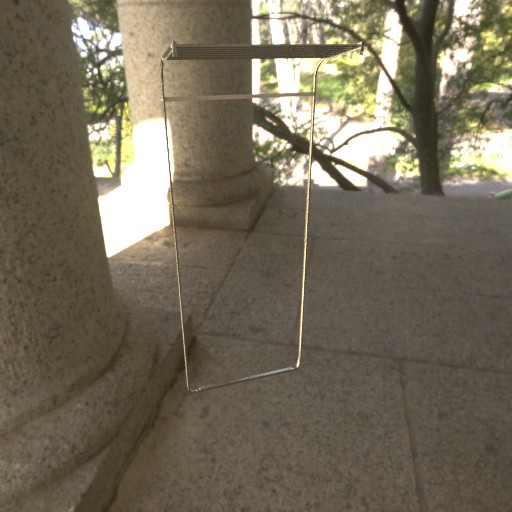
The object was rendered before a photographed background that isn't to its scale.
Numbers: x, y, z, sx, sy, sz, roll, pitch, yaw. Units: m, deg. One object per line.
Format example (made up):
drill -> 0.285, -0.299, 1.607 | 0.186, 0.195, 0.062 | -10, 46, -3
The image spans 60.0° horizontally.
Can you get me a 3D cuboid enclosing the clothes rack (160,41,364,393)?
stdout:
clothes rack -> 0.000, 0.000, 1.805 | 0.609, 1.574, 0.349 | -8, 27, -16
